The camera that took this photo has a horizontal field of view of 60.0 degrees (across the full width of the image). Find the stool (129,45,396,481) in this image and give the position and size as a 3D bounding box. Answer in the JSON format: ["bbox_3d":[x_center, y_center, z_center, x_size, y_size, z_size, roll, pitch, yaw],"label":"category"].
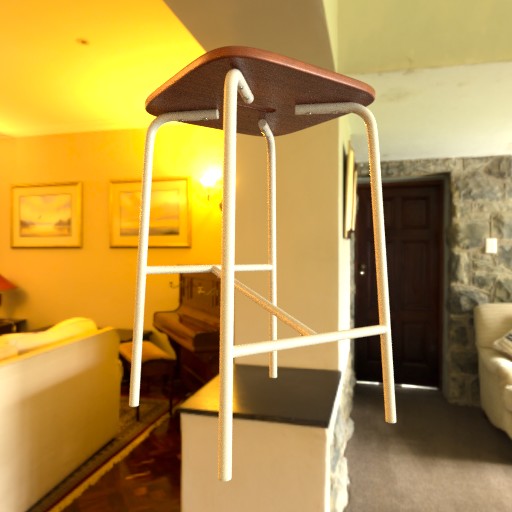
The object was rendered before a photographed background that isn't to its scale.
[{"bbox_3d":[0.000,0.000,0.859,0.376,0.610,0.376,0,1,-35],"label":"stool"}]
